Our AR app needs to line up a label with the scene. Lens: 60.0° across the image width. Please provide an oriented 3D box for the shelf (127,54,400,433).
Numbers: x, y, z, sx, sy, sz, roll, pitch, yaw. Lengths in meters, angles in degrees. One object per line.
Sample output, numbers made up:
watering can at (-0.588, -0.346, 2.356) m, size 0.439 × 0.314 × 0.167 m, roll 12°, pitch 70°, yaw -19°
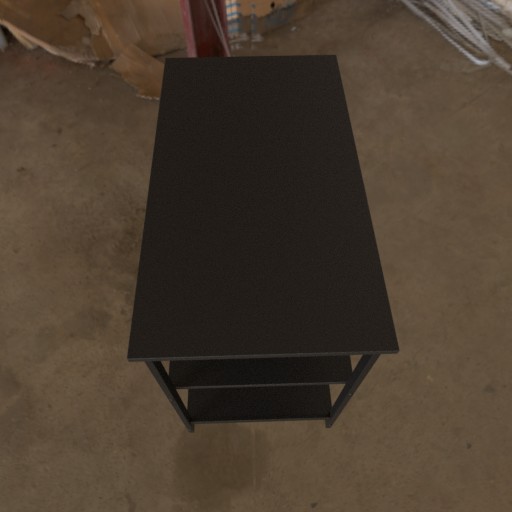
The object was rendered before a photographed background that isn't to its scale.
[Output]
shelf at (0.000, 0.000, 1.364) m, size 0.498 × 0.749 × 0.902 m, roll -2°, pitch 58°, yaw -1°
